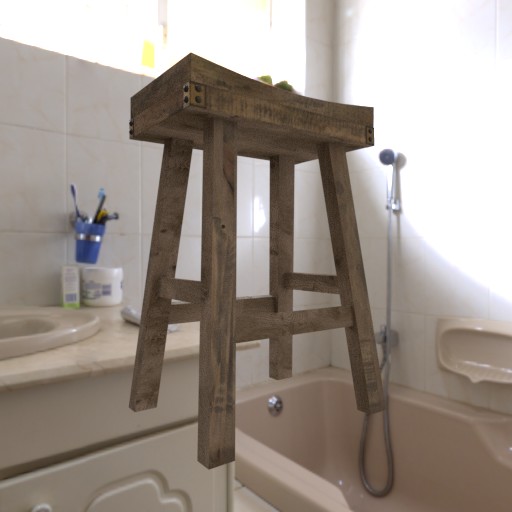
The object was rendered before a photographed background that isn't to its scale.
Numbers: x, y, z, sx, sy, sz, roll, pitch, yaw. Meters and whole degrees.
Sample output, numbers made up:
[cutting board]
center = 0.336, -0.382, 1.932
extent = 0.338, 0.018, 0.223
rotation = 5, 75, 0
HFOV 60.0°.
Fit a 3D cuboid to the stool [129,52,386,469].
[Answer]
[stool]
center = 0.000, 0.000, 0.918
extent = 0.450, 0.635, 0.330
rotation = 0, 1, -36
